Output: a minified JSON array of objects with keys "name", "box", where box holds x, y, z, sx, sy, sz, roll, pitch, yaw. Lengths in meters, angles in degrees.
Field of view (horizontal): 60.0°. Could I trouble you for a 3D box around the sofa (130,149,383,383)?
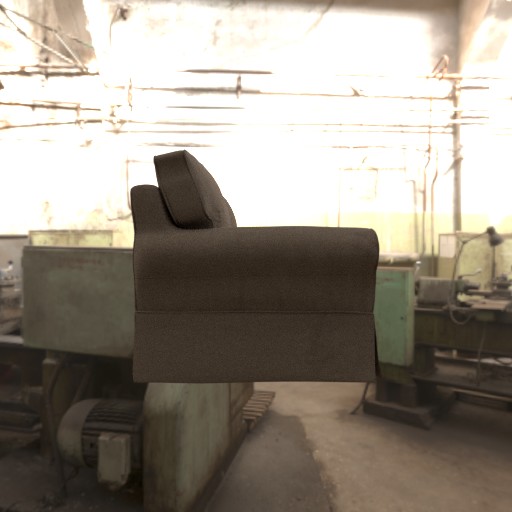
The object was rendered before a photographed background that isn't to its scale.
[{"name":"sofa","box":[0.000,0.000,2.771,0.991,0.943,2.248,0,1,0]}]
